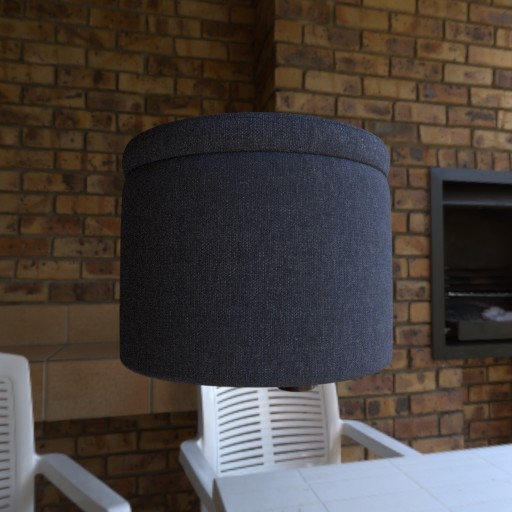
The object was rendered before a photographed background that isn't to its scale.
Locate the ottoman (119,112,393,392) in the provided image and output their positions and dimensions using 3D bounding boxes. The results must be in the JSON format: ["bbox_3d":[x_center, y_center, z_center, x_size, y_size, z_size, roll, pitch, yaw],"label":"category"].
[{"bbox_3d":[0.000,0.000,0.887,0.520,0.430,0.520,0,-3,0],"label":"ottoman"}]
